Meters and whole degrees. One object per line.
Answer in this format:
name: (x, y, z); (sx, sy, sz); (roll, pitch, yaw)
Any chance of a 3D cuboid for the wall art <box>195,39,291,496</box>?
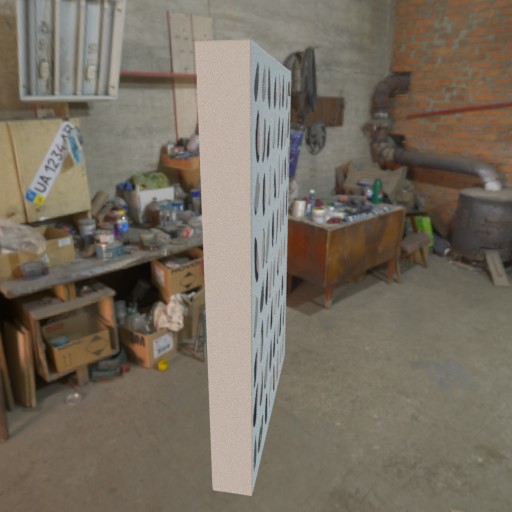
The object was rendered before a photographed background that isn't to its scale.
wall art: (0.000, 0.000, 0.470); (0.039, 0.381, 0.252); (3, 18, 10)
